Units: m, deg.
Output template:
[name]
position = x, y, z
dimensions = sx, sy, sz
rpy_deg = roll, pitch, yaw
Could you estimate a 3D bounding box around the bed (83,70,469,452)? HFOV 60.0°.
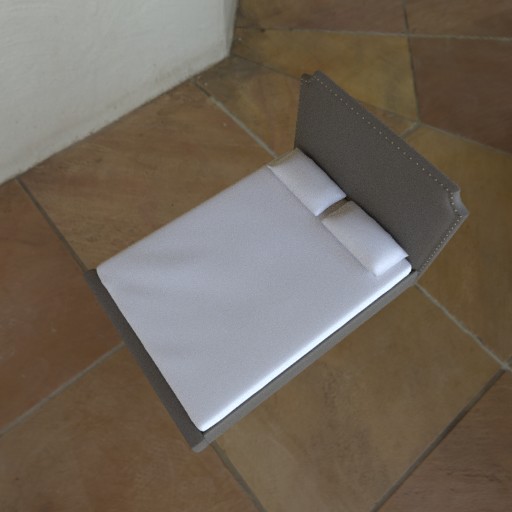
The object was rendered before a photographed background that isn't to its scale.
[bed]
position = 0.000, 0.000, 3.475
dimensions = 2.372, 1.443, 1.712
rpy_deg = -34, 67, -16
